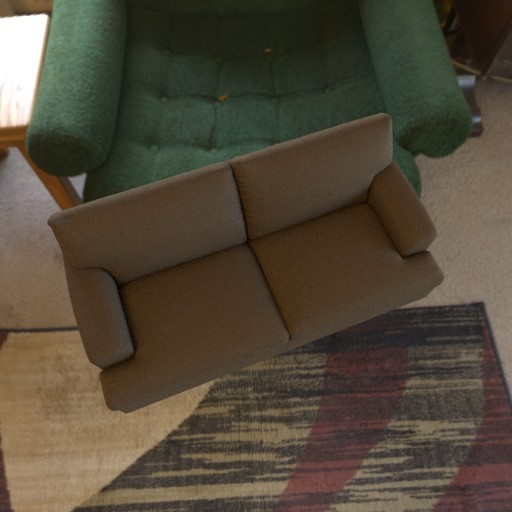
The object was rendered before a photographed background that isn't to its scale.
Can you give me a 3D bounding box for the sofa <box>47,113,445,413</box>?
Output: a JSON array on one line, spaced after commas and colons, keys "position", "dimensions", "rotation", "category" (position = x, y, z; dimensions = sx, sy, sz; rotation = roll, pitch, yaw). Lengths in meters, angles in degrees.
[{"position": [0.000, 0.000, 2.824], "dimensions": [2.271, 0.950, 1.140], "rotation": [-19, 65, -9], "category": "sofa"}]
